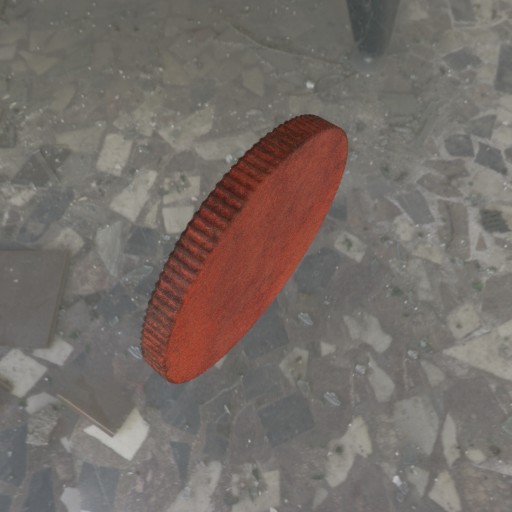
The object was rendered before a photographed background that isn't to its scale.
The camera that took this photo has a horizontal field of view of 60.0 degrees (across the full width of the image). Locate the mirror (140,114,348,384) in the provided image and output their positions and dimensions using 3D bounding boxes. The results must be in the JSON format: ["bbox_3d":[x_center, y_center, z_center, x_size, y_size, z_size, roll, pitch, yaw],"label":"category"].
[{"bbox_3d":[0.000,0.000,0.933,0.056,0.609,0.609,34,68,16],"label":"mirror"}]
